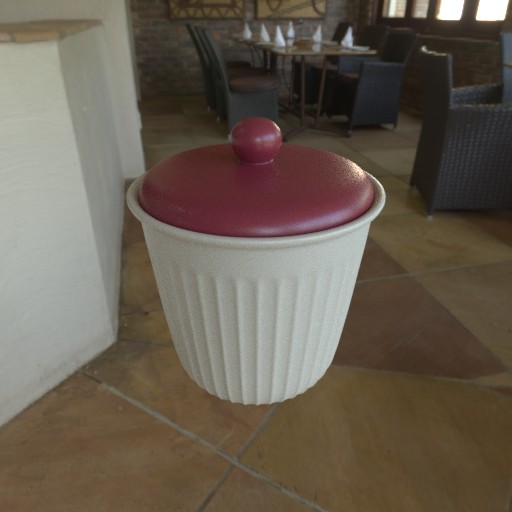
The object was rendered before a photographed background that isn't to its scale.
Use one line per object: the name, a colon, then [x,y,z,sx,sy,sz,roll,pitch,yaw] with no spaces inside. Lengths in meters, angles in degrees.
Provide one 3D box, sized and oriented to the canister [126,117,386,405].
canister: [0.000,0.000,0.347,0.181,0.211,0.181,0,29,0]
